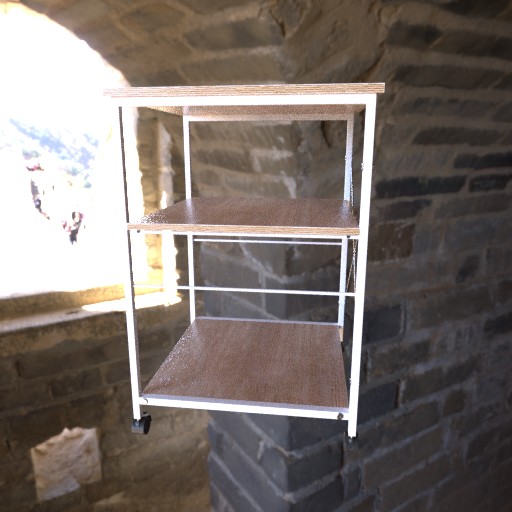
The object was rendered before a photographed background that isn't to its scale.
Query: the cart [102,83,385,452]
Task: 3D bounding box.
[{"bbox_3d":[0.000,0.000,1.143,0.520,0.762,0.521,2,14,7],"label":"cart"}]
